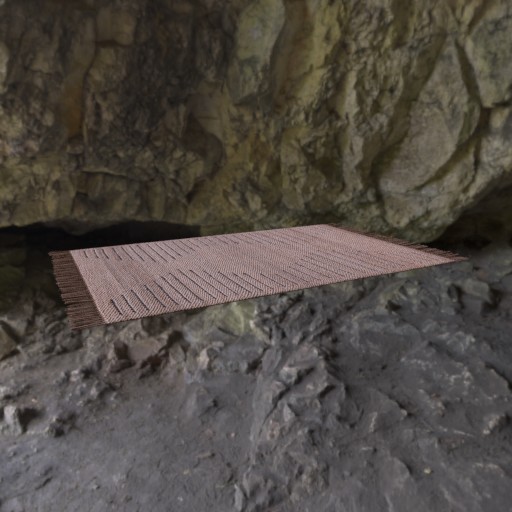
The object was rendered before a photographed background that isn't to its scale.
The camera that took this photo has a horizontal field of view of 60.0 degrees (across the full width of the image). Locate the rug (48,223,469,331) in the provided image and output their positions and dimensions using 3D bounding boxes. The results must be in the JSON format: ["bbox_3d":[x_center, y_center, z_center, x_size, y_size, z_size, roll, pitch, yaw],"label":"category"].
[{"bbox_3d":[0.000,0.000,2.506,2.085,0.027,1.224,-7,16,-27],"label":"rug"}]
